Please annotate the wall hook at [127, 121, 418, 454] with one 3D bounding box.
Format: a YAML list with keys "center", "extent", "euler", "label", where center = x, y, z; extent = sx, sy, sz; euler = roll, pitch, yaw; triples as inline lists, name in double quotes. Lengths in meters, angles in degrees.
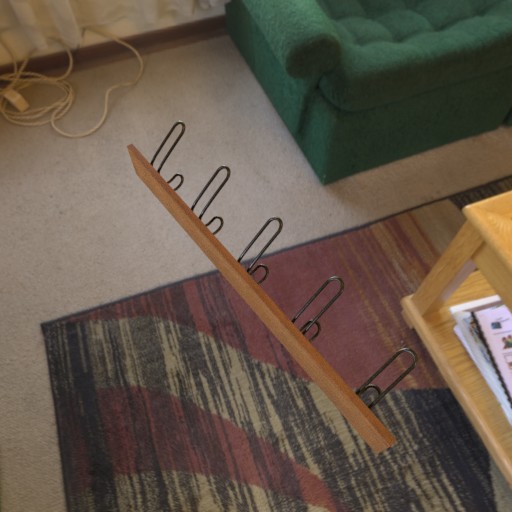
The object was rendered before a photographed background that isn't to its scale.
- center: [0.000, 0.000, 0.601]
  extent: [0.076, 0.116, 0.554]
  euler: [-34, 65, -19]
  label: "wall hook"
